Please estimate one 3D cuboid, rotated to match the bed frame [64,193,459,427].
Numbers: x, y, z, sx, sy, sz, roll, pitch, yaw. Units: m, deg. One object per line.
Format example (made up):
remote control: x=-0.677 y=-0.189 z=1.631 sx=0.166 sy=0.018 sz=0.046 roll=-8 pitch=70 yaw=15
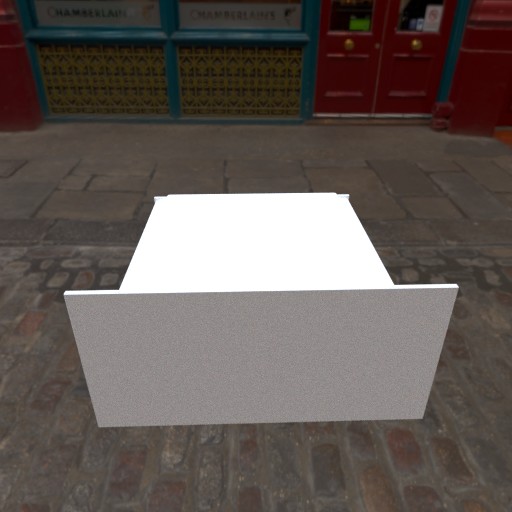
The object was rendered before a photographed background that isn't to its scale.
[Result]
bed frame: x=0.000 y=0.000 z=2.865 sx=1.622 sy=0.800 sz=1.960 roll=-1 pitch=30 yaw=-2
